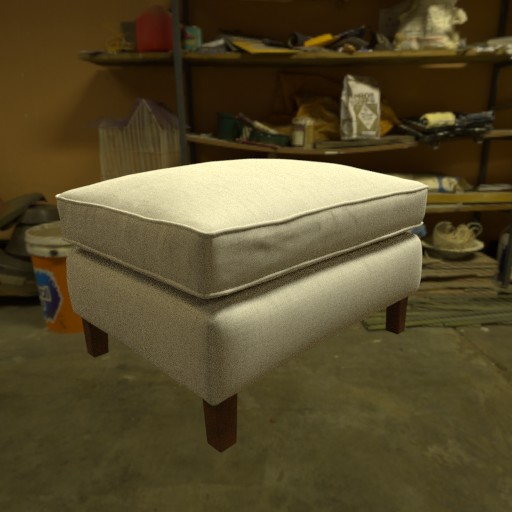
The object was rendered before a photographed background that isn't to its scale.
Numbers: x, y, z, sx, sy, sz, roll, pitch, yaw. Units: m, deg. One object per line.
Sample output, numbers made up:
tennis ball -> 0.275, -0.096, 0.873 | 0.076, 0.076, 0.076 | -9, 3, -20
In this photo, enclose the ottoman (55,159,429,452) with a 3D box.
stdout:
ottoman -> 0.000, 0.000, 0.960 | 0.501, 0.406, 0.665 | 16, 23, 42
